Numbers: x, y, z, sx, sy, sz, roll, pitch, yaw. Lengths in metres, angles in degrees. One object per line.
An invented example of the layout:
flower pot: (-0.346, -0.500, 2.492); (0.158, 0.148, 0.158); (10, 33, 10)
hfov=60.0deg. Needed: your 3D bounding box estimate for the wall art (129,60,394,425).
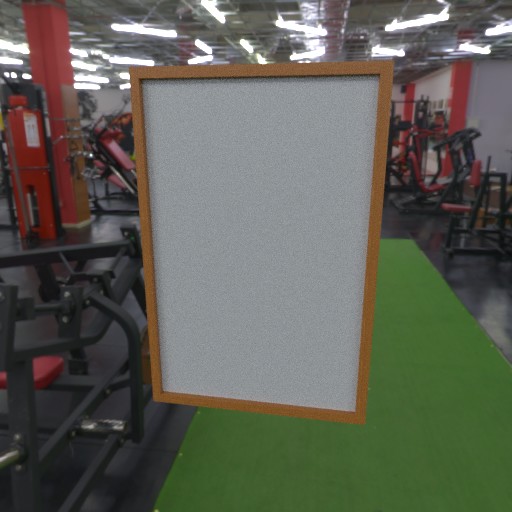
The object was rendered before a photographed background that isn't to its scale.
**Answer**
wall art: (0.000, 0.000, 1.147); (0.610, 0.916, 0.037); (3, 17, 10)
